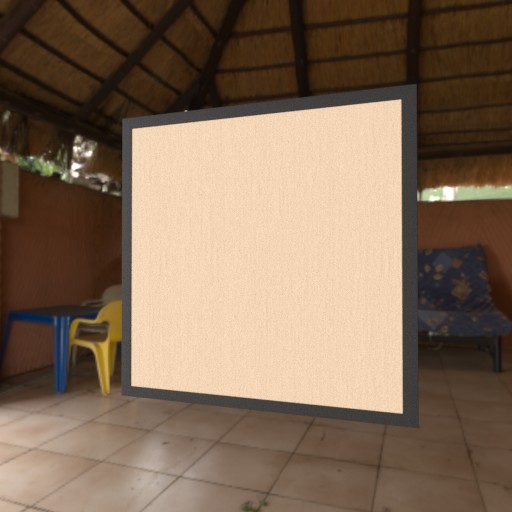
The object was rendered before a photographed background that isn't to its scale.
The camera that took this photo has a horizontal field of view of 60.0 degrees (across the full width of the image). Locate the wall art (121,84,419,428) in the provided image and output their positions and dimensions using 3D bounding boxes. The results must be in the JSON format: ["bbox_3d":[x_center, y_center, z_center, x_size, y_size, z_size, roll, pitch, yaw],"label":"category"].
[{"bbox_3d":[0.000,0.000,0.447,0.306,0.304,0.015,0,-1,18],"label":"wall art"}]
